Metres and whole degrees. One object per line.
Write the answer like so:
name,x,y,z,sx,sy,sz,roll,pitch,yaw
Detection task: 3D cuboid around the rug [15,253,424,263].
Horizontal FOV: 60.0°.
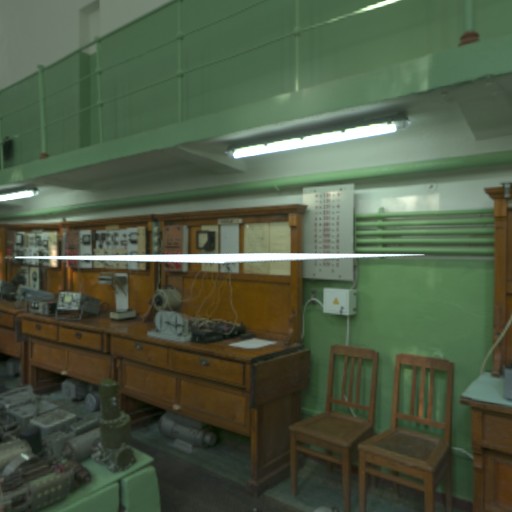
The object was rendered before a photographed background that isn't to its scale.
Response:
rug,0.000,0.000,2.985,1.524,0.008,2.440,1,1,36
